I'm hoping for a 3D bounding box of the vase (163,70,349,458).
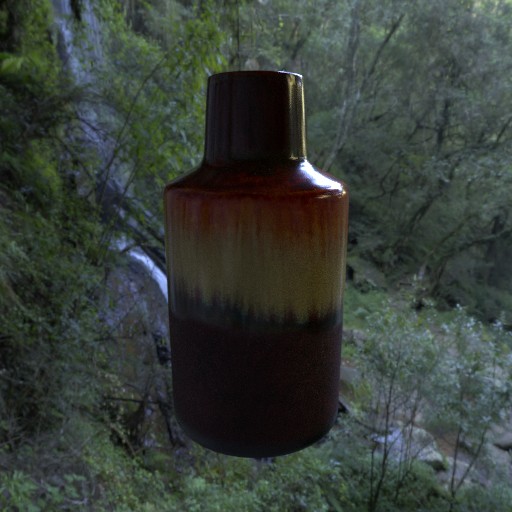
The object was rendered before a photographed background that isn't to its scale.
[{"bbox_3d":[0.000,0.000,0.270,0.108,0.204,0.108,0,15,0],"label":"vase"}]
